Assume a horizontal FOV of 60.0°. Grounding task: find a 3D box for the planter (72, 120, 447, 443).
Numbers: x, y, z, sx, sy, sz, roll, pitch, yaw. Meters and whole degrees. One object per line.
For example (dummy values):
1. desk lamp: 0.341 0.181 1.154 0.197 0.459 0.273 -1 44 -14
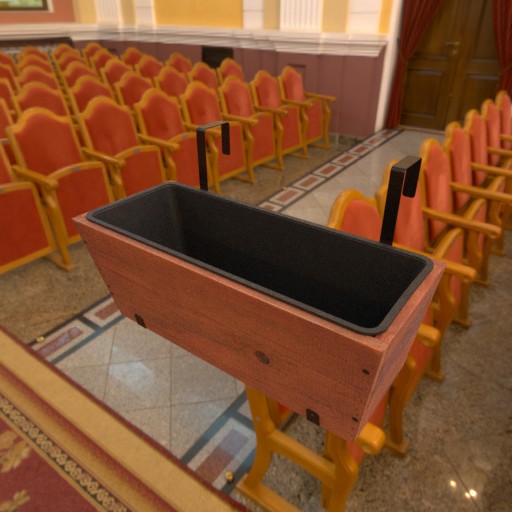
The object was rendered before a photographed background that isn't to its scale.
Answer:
1. planter: 0.000 0.000 0.637 0.480 0.289 0.262 20 36 31
